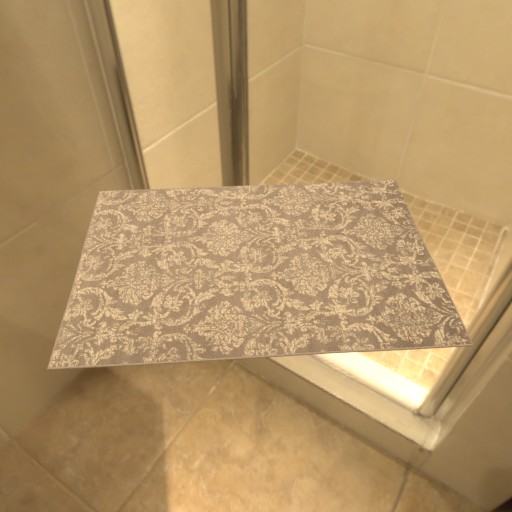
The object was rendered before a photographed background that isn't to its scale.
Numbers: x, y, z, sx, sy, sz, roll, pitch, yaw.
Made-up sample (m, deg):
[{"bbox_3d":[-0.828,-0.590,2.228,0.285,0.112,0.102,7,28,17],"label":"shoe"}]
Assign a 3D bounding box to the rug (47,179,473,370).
[{"bbox_3d":[0.000,0.000,3.473,2.746,0.018,1.819,-3,46,-3],"label":"rug"}]
